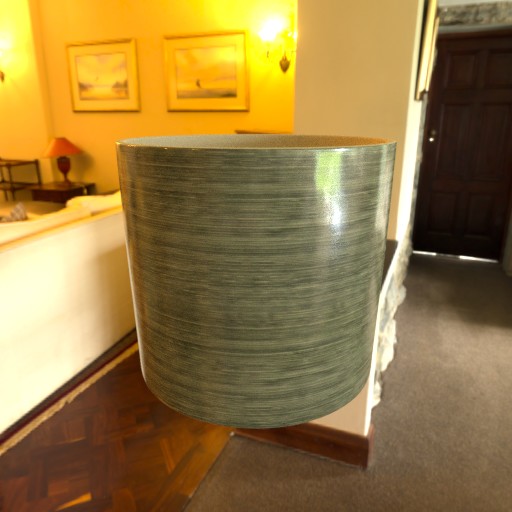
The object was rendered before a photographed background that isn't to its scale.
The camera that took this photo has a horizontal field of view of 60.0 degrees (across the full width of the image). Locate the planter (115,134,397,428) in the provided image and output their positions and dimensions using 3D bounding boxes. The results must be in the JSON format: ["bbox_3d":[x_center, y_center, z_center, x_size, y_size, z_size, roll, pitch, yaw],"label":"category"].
[{"bbox_3d":[0.000,0.000,0.394,0.221,0.201,0.221,0,17,0],"label":"planter"}]
